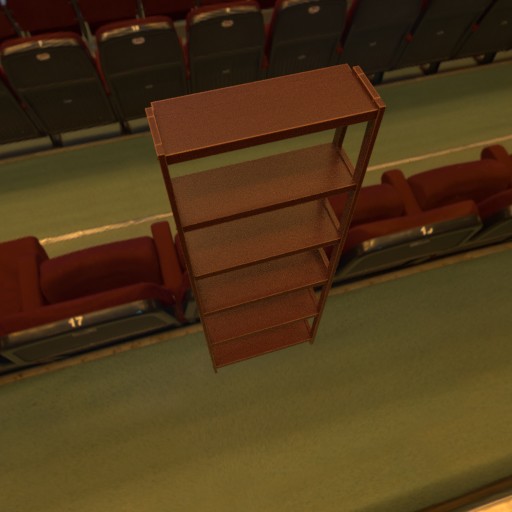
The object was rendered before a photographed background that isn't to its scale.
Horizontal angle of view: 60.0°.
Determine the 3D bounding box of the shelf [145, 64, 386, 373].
[{"bbox_3d":[0.000,0.000,2.105,0.660,1.892,0.381,-15,59,-9],"label":"shelf"}]
